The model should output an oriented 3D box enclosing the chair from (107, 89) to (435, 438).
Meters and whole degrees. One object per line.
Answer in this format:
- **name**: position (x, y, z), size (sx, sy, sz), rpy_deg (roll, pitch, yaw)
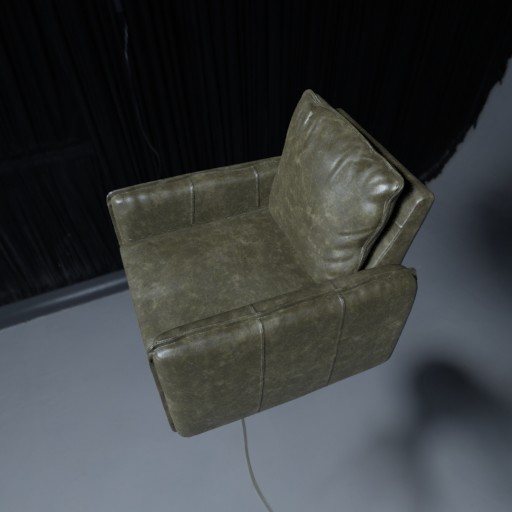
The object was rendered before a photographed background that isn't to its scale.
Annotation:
- **chair**: position (0.000, 0.000, 1.616), size (0.921, 0.921, 0.830), rpy_deg (-16, 48, -15)
